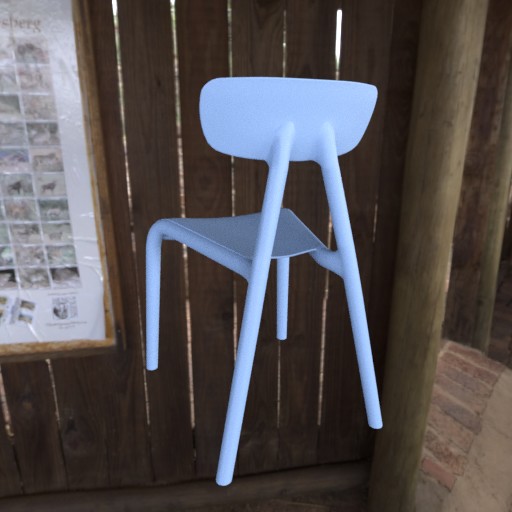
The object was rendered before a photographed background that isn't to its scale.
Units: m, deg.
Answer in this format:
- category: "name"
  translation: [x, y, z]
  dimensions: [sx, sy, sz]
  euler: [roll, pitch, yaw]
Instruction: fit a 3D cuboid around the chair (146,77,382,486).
- category: "chair"
  translation: [0.000, 0.000, 0.821]
  dimensions: [0.356, 0.580, 0.401]
  euler: [-8, 18, -25]
